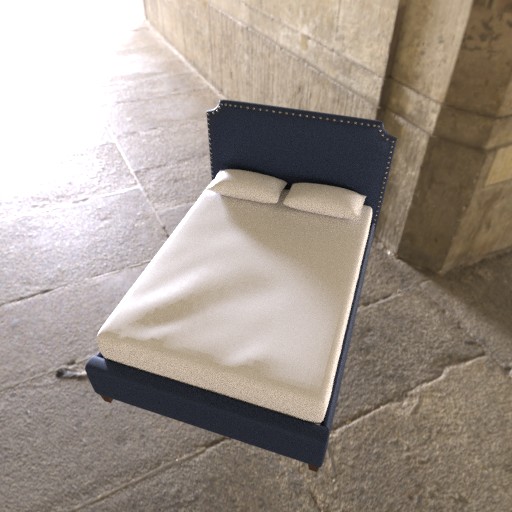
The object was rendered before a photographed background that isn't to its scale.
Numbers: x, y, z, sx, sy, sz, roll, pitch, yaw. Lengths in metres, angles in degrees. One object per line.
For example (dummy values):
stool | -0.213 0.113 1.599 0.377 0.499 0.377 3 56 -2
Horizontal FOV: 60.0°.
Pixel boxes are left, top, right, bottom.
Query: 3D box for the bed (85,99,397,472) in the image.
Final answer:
bed | 0.000 0.000 3.469 1.712 1.443 2.372 13 43 14
